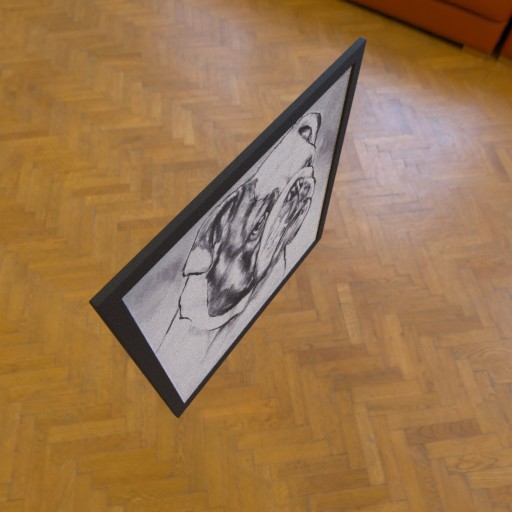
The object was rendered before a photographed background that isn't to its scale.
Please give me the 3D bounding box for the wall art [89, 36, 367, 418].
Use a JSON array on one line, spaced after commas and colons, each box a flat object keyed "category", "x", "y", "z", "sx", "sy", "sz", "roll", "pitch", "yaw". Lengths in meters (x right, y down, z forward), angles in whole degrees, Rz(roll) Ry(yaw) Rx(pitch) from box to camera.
[{"category": "wall art", "x": 0.000, "y": 0.000, "z": 0.807, "sx": 0.012, "sy": 0.558, "sz": 0.562, "roll": 32, "pitch": 64, "yaw": 18}]
